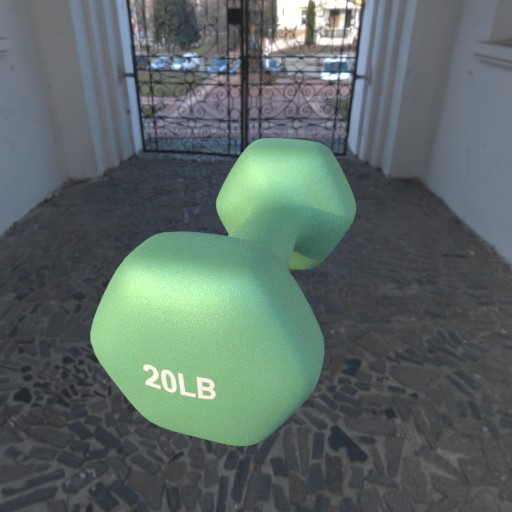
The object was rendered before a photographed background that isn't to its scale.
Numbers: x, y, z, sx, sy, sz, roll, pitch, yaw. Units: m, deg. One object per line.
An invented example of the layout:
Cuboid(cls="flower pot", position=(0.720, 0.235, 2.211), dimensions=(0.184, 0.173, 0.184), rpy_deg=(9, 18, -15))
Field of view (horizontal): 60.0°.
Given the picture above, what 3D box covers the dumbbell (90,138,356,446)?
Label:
Cuboid(cls="dumbbell", position=(0.000, 0.000, 0.324), dimensions=(0.129, 0.117, 0.260), rpy_deg=(8, 30, 14))
